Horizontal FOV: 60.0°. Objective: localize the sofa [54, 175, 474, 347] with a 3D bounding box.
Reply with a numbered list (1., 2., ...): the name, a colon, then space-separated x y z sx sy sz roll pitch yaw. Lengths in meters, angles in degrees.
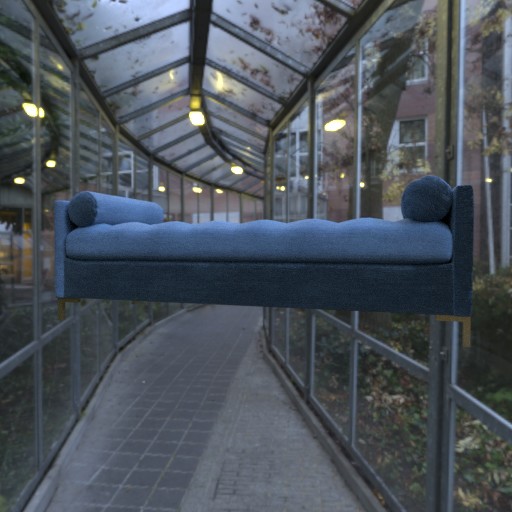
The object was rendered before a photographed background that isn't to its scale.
1. sofa: 0.000 0.000 2.453 2.102 0.705 0.796 0 2 18
